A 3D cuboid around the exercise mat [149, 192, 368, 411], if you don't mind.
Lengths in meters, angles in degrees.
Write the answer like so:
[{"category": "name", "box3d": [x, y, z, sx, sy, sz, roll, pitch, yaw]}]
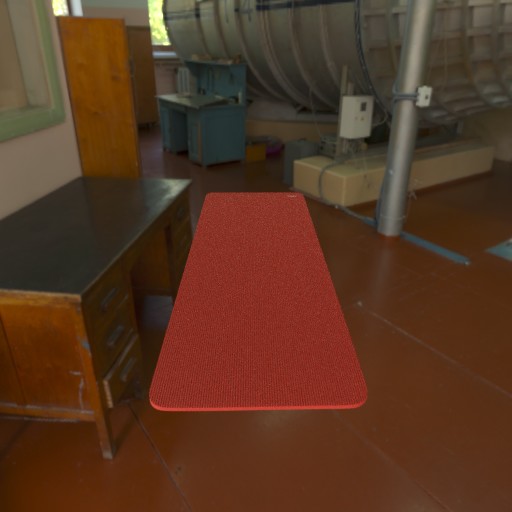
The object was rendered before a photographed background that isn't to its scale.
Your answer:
[{"category": "exercise mat", "box3d": [0.000, 0.000, 2.035, 0.616, 0.021, 1.869, 0, 26, 0]}]
